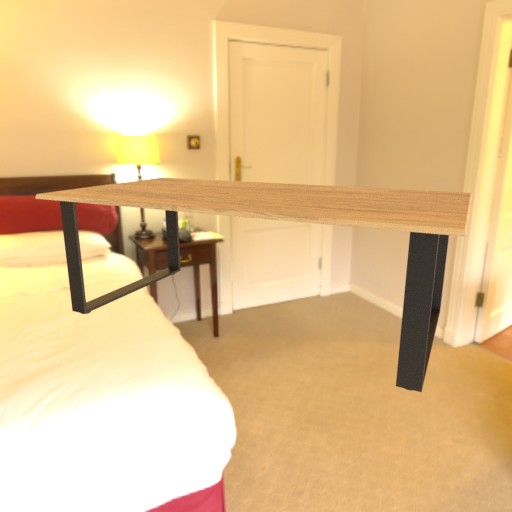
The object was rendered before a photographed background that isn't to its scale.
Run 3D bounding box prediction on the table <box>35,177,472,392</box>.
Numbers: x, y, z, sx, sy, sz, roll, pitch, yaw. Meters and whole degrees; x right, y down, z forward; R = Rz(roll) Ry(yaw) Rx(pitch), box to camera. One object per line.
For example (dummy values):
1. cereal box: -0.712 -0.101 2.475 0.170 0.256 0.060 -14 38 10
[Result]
1. table: 0.000 0.000 1.579 1.331 0.445 0.693 7 17 25
